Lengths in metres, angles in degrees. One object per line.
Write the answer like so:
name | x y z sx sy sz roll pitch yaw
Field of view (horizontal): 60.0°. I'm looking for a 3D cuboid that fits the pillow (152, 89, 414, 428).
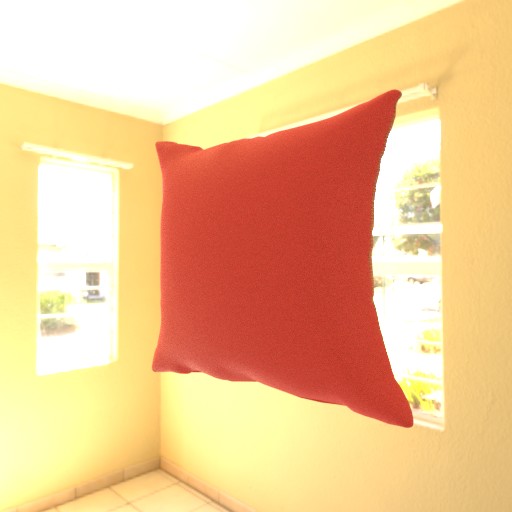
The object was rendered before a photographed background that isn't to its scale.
pillow | 0.000 0.000 0.805 0.559 0.501 0.229 -1 -1 36
